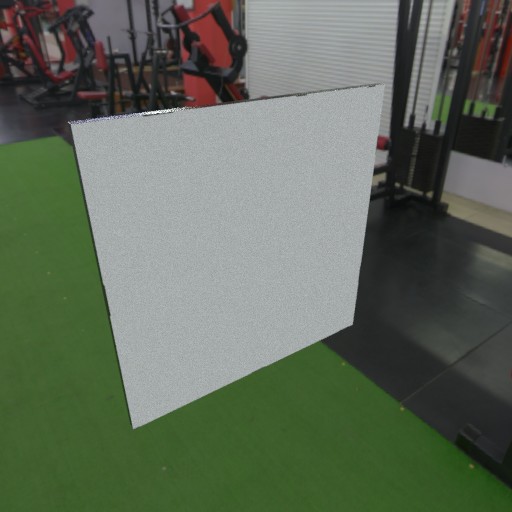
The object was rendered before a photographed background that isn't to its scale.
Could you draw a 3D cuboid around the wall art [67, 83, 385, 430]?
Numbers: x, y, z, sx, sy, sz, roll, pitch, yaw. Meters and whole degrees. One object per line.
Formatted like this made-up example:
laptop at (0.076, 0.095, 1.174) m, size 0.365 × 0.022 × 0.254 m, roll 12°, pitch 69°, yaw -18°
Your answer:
wall art at (0.000, 0.000, 0.657) m, size 0.446 × 0.445 × 0.014 m, roll -18°, pitch 34°, yaw -29°
